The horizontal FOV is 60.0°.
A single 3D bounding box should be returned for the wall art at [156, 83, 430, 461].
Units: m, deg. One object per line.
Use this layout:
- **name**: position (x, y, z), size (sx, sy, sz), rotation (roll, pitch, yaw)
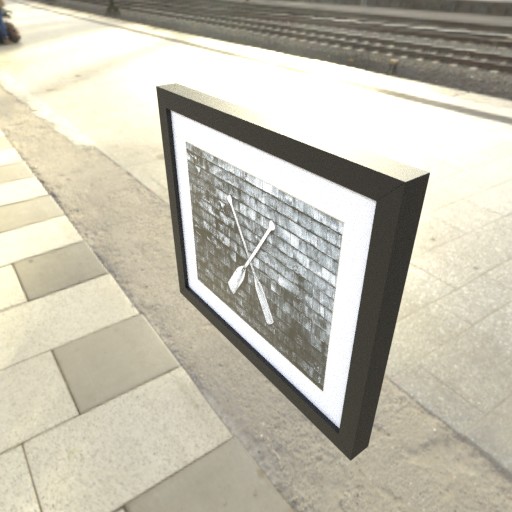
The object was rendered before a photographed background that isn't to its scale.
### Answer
- **wall art**: position (0.000, 0.000, 0.533), size (0.029, 0.330, 0.381), rotation (-23, 39, -31)
